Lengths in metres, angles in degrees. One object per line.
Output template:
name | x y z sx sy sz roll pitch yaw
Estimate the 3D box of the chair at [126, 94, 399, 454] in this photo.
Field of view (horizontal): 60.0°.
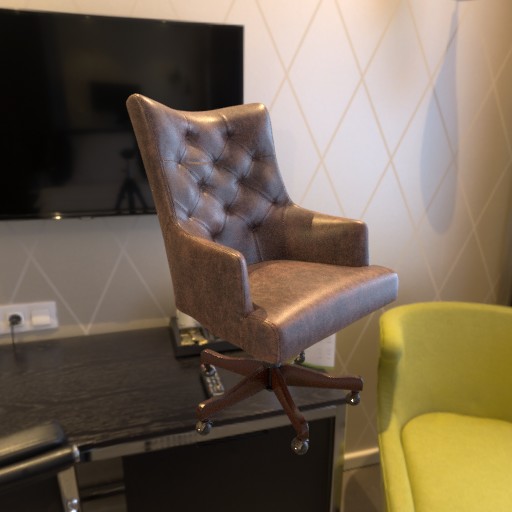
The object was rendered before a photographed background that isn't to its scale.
chair | 0.000 0.000 1.505 0.762 1.035 0.641 14 21 42
